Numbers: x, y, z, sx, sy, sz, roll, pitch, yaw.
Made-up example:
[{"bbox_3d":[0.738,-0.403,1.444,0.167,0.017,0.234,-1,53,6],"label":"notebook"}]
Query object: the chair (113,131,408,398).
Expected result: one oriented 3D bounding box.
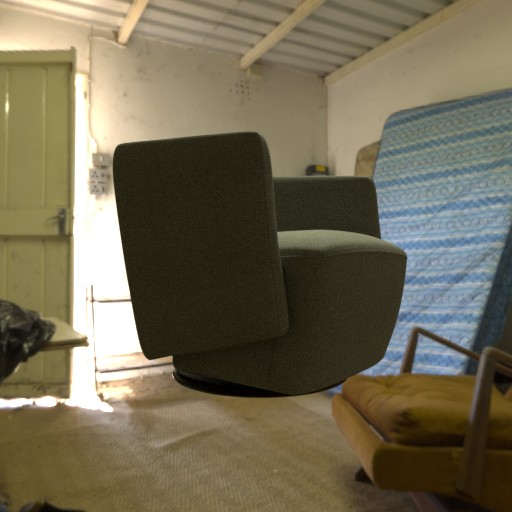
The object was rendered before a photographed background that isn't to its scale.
[{"bbox_3d":[0.000,0.000,1.648,0.986,0.861,0.822,-1,-2,37],"label":"chair"}]
